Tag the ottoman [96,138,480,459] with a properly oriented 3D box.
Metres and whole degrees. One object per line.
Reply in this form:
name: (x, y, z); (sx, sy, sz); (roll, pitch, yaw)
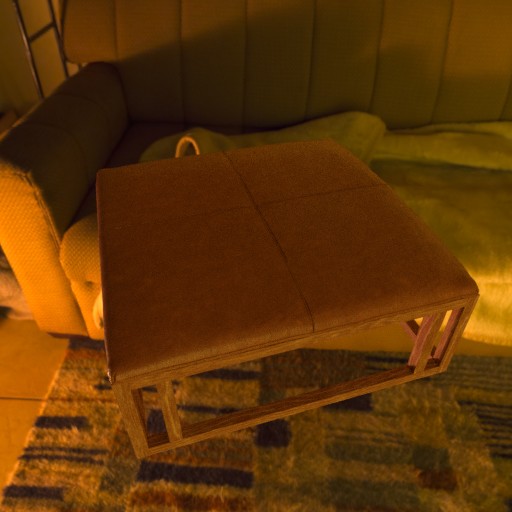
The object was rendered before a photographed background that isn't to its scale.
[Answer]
ottoman: (0.000, 0.000, 1.589); (1.016, 0.442, 1.013); (-11, 41, -13)
